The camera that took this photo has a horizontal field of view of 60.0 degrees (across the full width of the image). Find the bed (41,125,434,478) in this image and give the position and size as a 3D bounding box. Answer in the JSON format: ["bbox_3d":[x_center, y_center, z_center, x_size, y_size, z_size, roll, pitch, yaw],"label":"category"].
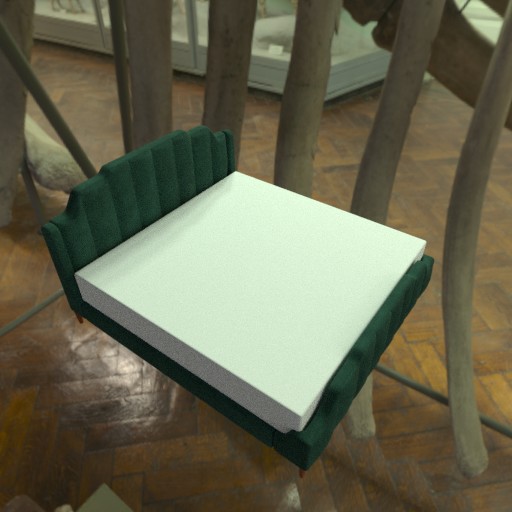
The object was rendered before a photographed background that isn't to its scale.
[{"bbox_3d":[0.000,0.000,3.535,2.340,1.245,2.074,25,46,27],"label":"bed"}]
